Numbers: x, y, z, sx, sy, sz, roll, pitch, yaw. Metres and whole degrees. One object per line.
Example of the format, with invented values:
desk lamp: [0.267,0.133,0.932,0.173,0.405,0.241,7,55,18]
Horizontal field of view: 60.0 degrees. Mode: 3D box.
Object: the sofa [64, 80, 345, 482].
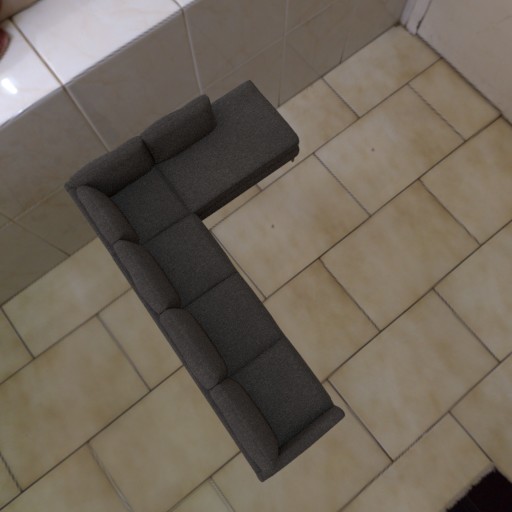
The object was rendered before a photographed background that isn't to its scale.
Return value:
sofa: [0.000,0.000,3.840,2.007,0.815,2.949,-35,78,-8]
